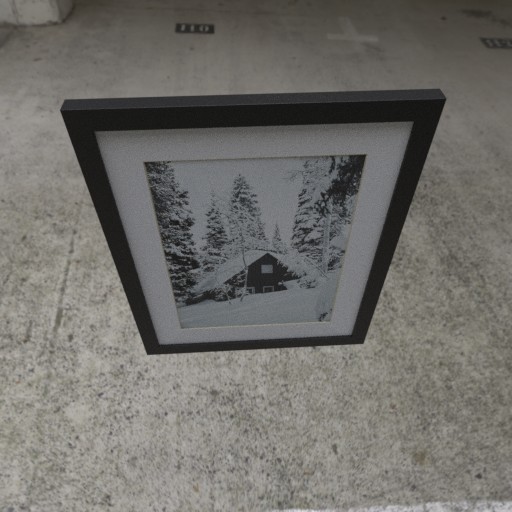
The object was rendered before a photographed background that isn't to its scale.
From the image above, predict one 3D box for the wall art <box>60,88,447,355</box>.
[{"bbox_3d":[0.000,0.000,0.524,0.325,0.397,0.018,-2,48,-2],"label":"wall art"}]
